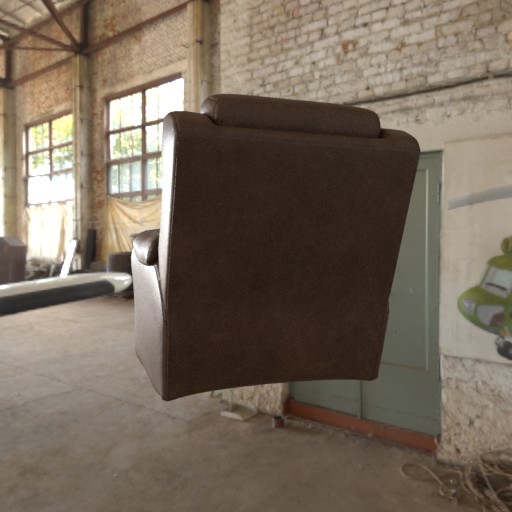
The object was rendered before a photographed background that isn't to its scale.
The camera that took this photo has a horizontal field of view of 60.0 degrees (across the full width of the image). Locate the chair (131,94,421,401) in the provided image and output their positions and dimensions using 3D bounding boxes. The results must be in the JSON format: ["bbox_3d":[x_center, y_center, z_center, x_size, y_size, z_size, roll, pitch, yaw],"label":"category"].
[{"bbox_3d":[0.000,0.000,1.767,0.940,0.990,1.067,0,1,-17],"label":"chair"}]
